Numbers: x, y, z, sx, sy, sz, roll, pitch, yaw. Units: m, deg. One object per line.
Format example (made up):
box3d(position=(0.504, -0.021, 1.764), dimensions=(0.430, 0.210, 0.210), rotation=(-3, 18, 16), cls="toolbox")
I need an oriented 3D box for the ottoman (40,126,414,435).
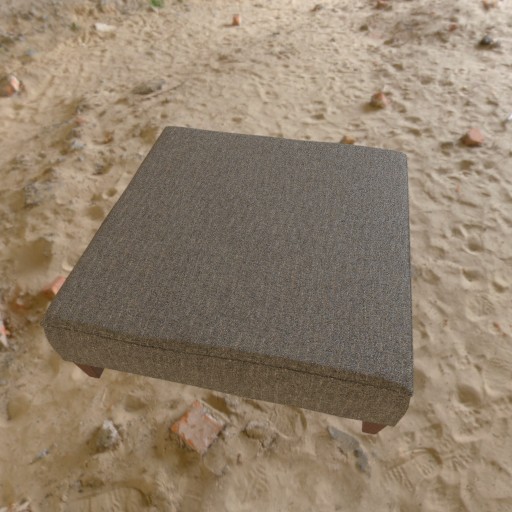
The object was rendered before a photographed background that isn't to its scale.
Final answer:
box3d(position=(0.000, 0.000, 1.533), dimensions=(0.981, 0.379, 1.016), rotation=(9, 48, 8), cls="ottoman")
